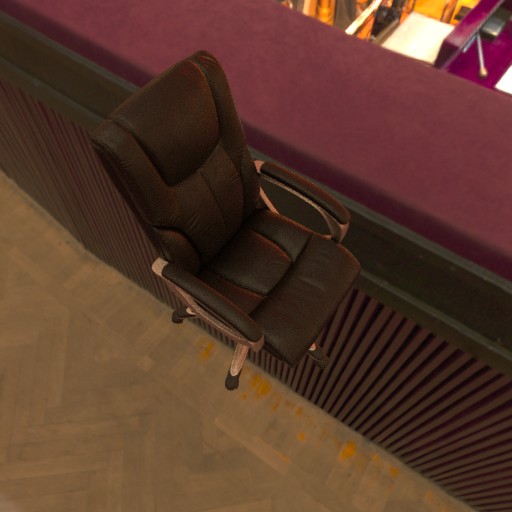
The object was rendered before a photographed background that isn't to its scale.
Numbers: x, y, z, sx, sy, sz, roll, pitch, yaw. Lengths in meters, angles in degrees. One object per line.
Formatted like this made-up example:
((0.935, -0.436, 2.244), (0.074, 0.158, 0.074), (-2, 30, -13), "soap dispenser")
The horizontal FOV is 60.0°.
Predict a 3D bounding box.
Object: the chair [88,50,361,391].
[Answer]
((0.000, 0.000, 1.605), (0.780, 1.145, 0.700), (32, 64, 18), "chair")
